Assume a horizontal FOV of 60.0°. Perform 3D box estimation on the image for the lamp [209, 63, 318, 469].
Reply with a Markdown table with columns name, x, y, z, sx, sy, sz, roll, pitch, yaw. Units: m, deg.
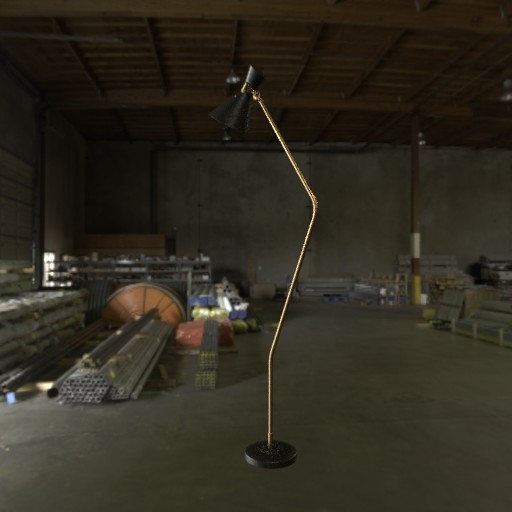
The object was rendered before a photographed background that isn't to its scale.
| name | x | y | z | sx | sy | sz | roll | pitch | yaw |
| --- | --- | --- | --- | --- | --- | --- | --- | --- | --- |
| lamp | 0.000 | 0.000 | 1.608 | 0.277 | 1.438 | 0.467 | 0 | -1 | -20 |
